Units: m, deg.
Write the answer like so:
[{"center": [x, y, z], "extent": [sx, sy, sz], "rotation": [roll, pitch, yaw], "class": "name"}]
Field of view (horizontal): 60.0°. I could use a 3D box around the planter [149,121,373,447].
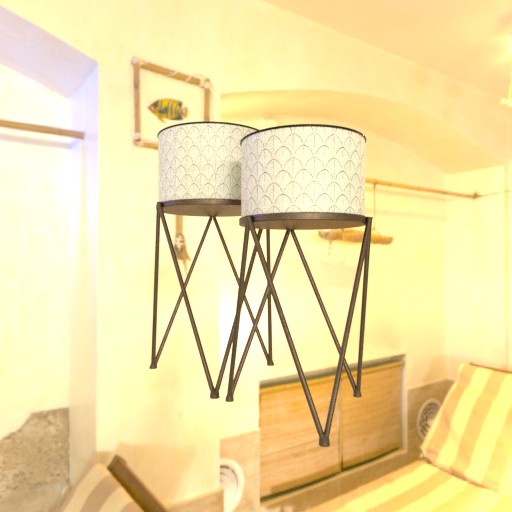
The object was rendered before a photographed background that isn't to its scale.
[{"center": [0.000, 0.000, 1.201], "extent": [0.413, 0.712, 0.769], "rotation": [0, -1, -36], "class": "planter"}]
